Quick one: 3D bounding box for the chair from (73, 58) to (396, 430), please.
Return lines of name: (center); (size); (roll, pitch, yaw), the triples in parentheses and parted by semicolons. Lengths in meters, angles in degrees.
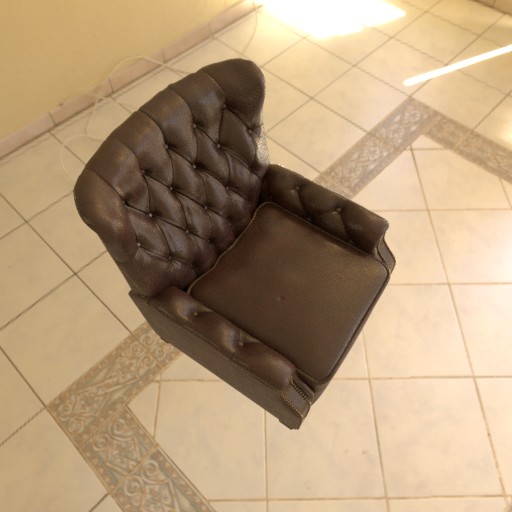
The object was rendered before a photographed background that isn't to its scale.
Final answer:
chair: (0.000, 0.000, 1.479); (0.823, 0.864, 0.709); (31, 64, 17)
